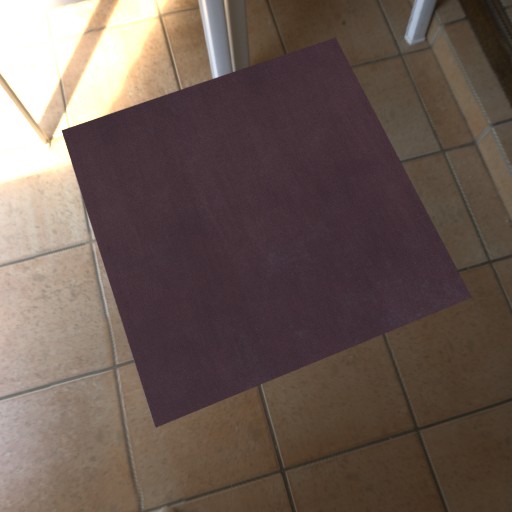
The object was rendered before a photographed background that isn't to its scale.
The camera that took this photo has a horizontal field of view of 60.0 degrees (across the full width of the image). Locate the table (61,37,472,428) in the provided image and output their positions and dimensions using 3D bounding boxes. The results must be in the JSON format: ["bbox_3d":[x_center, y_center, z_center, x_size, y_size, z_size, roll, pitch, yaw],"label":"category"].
[{"bbox_3d":[0.000,0.000,1.687,0.861,0.991,0.861,-21,76,-5],"label":"table"}]
